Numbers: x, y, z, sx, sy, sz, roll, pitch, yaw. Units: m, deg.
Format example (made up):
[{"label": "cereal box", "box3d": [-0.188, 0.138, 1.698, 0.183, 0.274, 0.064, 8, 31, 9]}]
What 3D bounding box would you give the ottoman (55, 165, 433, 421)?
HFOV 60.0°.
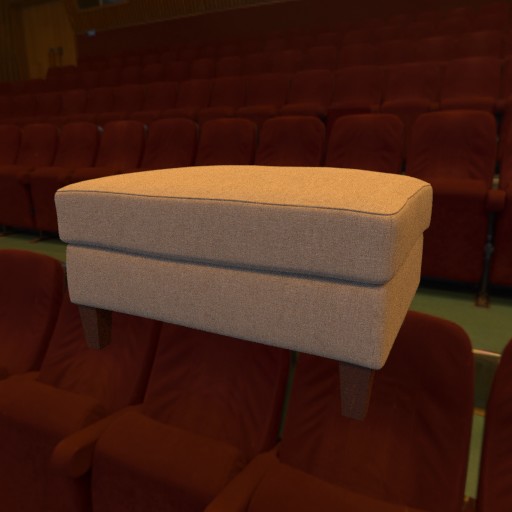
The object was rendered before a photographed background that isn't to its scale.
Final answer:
[{"label": "ottoman", "box3d": [0.000, 0.000, 1.308, 0.898, 0.519, 0.677, 7, 16, 25]}]
